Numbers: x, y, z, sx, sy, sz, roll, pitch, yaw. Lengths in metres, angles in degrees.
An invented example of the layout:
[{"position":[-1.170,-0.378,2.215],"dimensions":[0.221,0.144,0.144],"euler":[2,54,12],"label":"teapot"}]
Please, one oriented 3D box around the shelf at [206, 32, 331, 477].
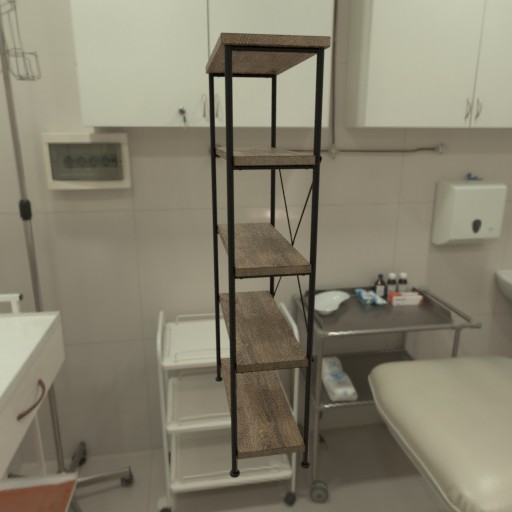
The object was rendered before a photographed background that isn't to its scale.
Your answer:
[{"position":[0.000,0.000,2.032],"dimensions":[0.360,1.700,0.800],"euler":[-3,16,-9],"label":"shelf"}]
